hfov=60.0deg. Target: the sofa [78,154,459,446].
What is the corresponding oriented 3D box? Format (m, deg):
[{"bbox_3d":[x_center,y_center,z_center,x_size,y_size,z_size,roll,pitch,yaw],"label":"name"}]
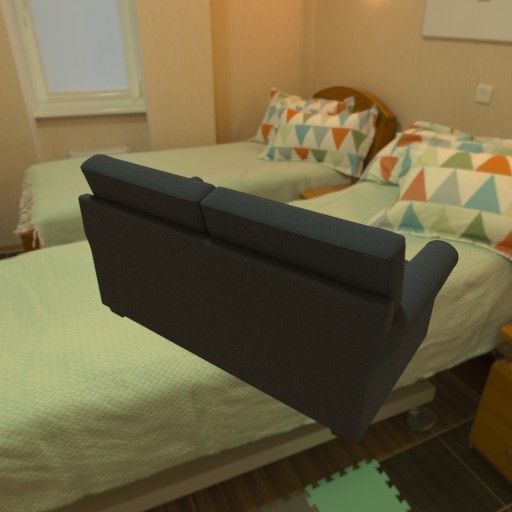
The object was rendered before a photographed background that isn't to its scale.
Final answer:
[{"bbox_3d":[0.000,0.000,2.498,1.930,1.020,0.940,20,34,32],"label":"sofa"}]
